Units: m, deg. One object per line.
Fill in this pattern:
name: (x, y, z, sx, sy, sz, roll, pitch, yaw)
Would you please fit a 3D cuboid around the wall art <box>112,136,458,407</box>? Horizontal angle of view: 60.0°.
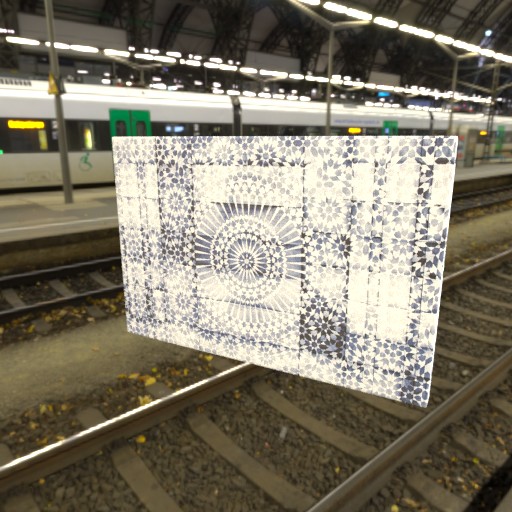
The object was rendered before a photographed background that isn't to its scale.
wall art: (0.000, 0.000, 0.780, 0.608, 0.406, 0.030, 8, 17, 26)
